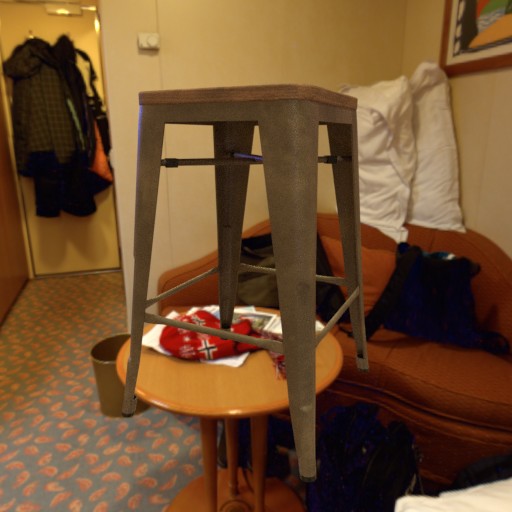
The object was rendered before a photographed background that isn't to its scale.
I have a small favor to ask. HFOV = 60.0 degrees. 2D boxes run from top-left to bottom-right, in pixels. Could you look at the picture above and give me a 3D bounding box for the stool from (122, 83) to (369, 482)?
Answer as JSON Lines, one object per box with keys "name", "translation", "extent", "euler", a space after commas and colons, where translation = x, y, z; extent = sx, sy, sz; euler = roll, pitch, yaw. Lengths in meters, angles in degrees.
{"name": "stool", "translation": [0.000, 0.000, 0.891], "extent": [0.407, 0.607, 0.407], "euler": [7, 17, 25]}
